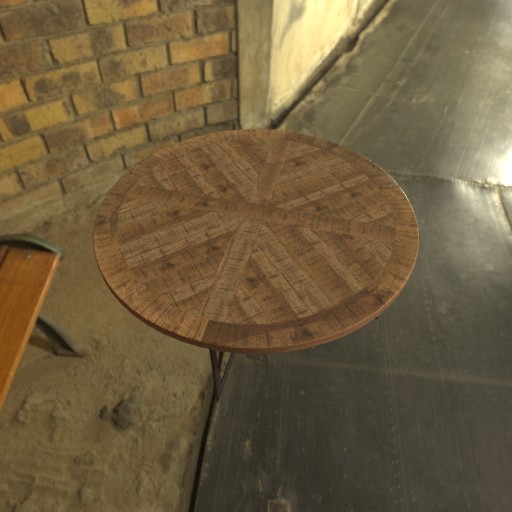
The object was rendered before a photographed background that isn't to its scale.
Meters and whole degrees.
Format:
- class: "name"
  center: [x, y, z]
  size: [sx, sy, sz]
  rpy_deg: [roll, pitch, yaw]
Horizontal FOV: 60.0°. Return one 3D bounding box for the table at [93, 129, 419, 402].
- class: "table"
  center: [0.000, 0.000, 1.956]
  size: [1.264, 0.516, 1.264]
  rpy_deg: [0, 46, 0]
